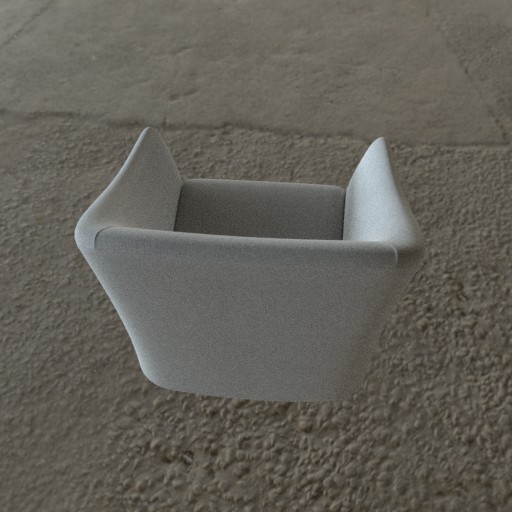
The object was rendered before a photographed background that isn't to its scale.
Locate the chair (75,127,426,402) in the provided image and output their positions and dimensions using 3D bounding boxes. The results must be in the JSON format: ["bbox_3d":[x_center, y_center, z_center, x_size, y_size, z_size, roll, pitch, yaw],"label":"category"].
[{"bbox_3d":[0.000,0.000,1.335,0.790,0.720,0.700,3,47,3],"label":"chair"}]
